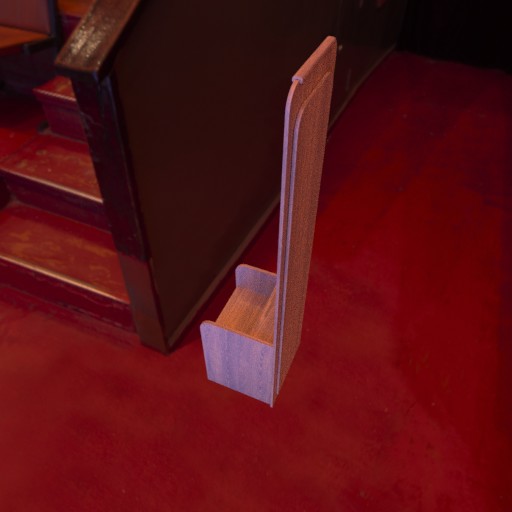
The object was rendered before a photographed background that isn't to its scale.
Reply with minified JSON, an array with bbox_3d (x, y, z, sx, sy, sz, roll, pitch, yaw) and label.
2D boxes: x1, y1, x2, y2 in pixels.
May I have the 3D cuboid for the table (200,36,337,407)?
[{"bbox_3d":[0.000,0.000,1.995,0.420,1.830,0.450,17,48,16],"label":"table"}]
